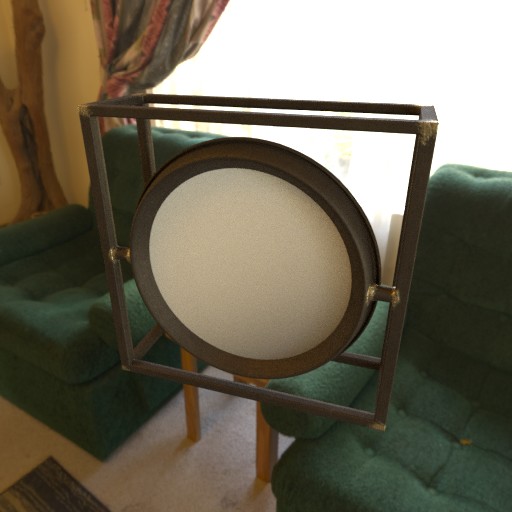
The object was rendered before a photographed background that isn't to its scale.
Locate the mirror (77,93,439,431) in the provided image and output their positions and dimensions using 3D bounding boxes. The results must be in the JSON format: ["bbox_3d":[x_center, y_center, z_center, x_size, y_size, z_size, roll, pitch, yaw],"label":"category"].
[{"bbox_3d":[0.000,0.000,0.467,0.306,0.303,0.107,8,27,16],"label":"mirror"}]
